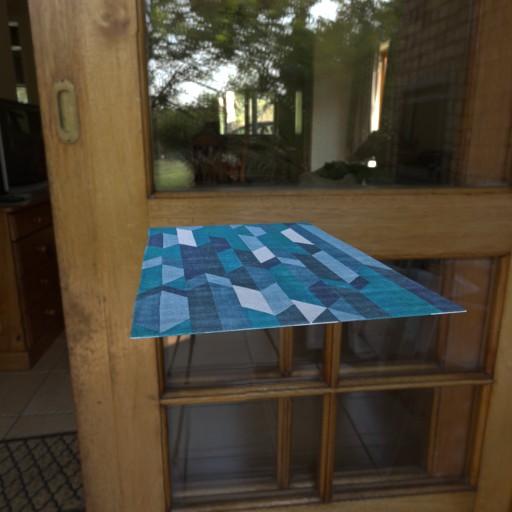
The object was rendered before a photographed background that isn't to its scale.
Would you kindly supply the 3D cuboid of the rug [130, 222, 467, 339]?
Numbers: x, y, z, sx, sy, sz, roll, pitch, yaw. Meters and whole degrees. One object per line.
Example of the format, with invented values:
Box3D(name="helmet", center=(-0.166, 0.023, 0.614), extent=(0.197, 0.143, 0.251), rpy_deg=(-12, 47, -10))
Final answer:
Box3D(name="rug", center=(0.000, 0.000, 3.063), extent=(1.528, 0.005, 2.420), rpy_deg=(-3, 15, -11))
